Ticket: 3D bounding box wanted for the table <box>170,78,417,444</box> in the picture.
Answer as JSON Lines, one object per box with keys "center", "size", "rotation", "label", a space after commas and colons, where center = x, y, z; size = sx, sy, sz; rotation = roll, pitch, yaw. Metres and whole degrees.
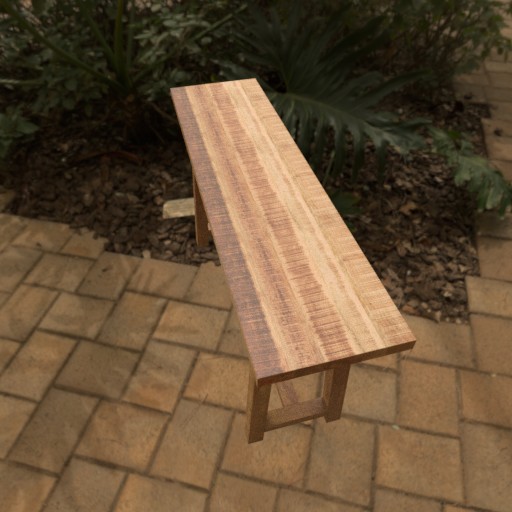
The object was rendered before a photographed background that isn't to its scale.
{"center": [0.000, 0.000, 1.852], "size": [0.405, 0.810, 1.524], "rotation": [-11, 47, -10], "label": "table"}
